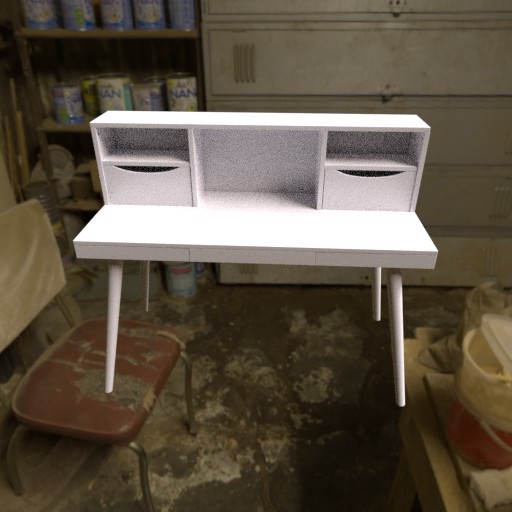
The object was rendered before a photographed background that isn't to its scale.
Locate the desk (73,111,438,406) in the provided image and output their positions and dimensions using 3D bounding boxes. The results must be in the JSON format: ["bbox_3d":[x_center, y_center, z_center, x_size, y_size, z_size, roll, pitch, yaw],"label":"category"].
[{"bbox_3d":[0.000,0.000,1.747,1.199,0.990,0.559,2,30,3],"label":"desk"}]
